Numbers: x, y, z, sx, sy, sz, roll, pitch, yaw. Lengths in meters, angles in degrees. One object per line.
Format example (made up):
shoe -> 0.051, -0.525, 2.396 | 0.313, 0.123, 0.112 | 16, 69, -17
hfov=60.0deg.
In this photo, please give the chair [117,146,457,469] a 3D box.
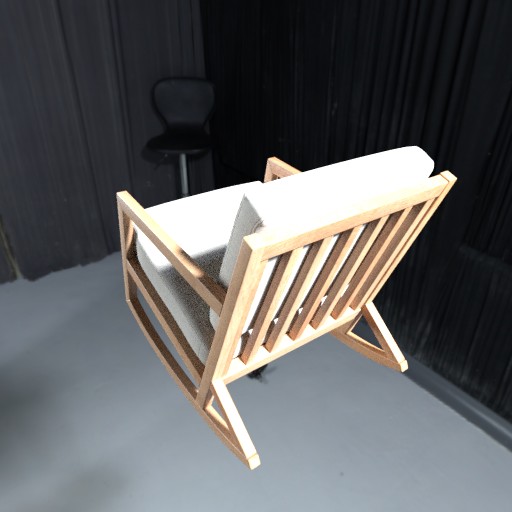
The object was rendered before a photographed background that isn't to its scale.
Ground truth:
chair -> 0.000, 0.000, 1.413 | 0.622, 0.790, 0.857 | -20, 36, -30
